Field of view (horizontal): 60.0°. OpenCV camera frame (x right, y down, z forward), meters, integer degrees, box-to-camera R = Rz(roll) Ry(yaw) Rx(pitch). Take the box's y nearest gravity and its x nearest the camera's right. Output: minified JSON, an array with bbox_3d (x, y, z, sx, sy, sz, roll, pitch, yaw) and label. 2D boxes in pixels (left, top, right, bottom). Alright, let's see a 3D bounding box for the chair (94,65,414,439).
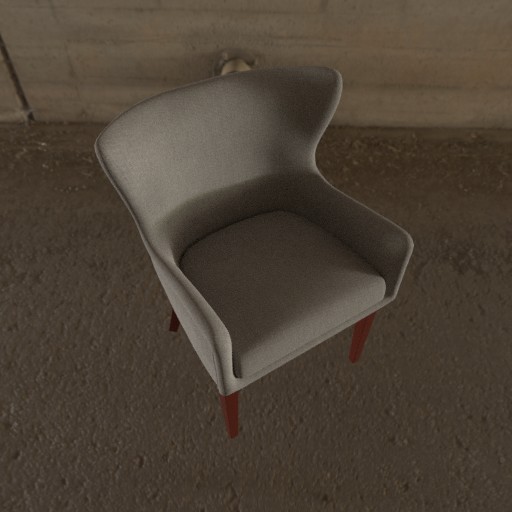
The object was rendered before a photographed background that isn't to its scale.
[{"bbox_3d":[0.000,0.000,1.422,0.732,0.948,0.677,-25,51,-21],"label":"chair"}]
